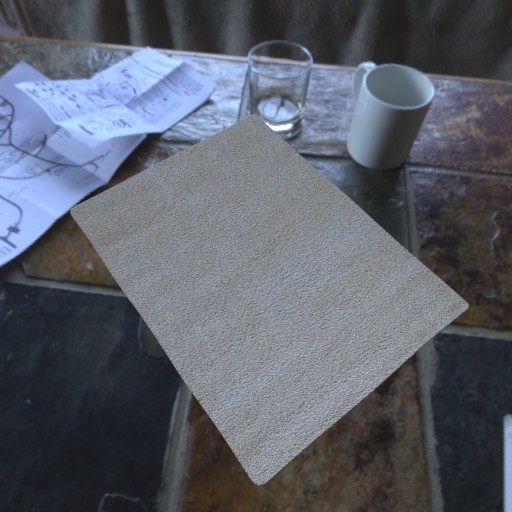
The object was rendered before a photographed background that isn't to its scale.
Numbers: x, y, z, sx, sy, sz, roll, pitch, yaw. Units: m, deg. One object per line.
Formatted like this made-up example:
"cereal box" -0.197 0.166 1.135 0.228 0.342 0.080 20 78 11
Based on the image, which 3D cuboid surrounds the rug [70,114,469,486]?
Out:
"rug" 0.000 0.000 2.132 1.199 0.025 1.600 -33 64 -19
